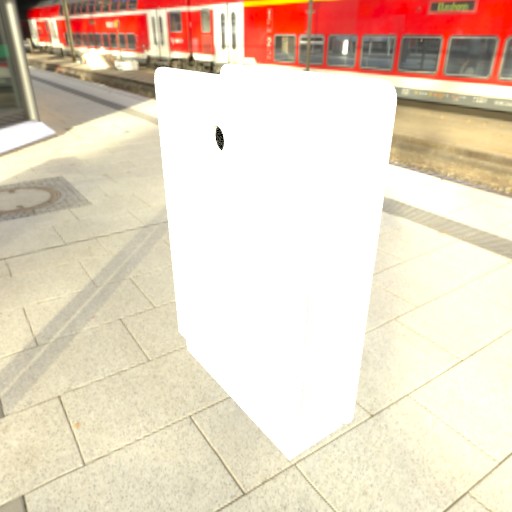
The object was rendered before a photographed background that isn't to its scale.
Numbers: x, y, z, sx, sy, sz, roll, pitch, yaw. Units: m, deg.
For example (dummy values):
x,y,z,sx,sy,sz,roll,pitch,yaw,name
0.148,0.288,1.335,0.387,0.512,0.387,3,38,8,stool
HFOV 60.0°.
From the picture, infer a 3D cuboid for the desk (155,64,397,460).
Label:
x,y,z,sx,sy,sz,roll,pitch,yaw,name
0.000,0.000,1.549,0.278,1.190,0.795,-18,32,-32,desk
